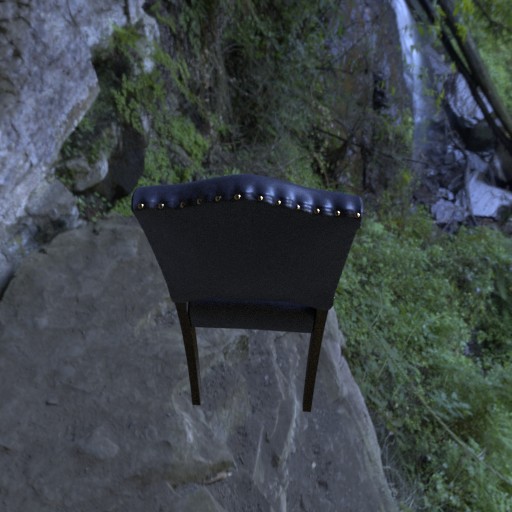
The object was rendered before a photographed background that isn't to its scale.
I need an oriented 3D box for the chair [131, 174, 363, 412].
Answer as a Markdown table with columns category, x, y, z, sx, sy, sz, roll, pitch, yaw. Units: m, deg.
| category | x | y | z | sx | sy | sz | roll | pitch | yaw |
| --- | --- | --- | --- | --- | --- | --- | --- | --- | --- |
| chair | 0.000 | 0.000 | 1.346 | 0.500 | 0.991 | 0.633 | 3 | 47 | 2 |
